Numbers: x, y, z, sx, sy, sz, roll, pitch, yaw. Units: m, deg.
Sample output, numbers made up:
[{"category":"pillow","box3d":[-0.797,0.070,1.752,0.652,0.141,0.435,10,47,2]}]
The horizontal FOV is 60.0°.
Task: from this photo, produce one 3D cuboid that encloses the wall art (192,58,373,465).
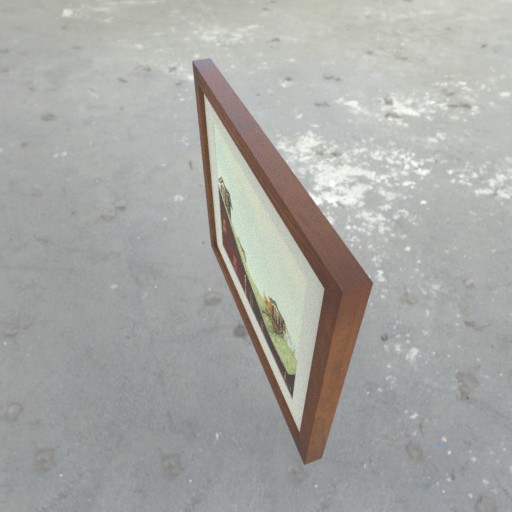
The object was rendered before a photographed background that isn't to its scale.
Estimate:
[{"category":"wall art","box3d":[0.000,0.000,0.765,0.033,0.457,0.558,-15,48,-14]}]
